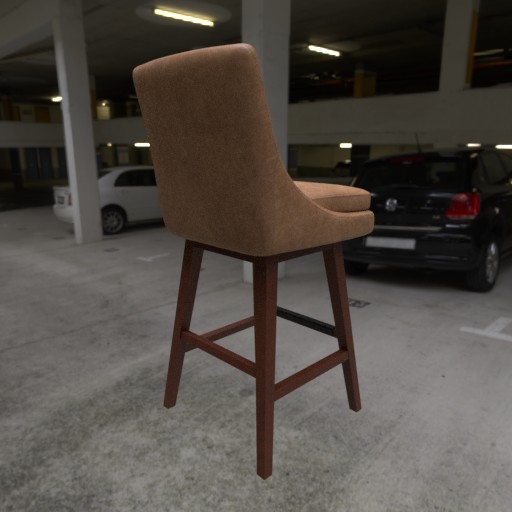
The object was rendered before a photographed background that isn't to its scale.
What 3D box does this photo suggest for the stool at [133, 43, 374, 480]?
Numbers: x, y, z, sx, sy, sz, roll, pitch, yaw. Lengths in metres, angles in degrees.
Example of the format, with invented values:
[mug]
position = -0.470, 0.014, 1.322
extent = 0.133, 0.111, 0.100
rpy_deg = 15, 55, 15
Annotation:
[stool]
position = 0.000, 0.000, 1.361
extent = 0.572, 1.079, 0.487
rpy_deg = -14, 20, -43
